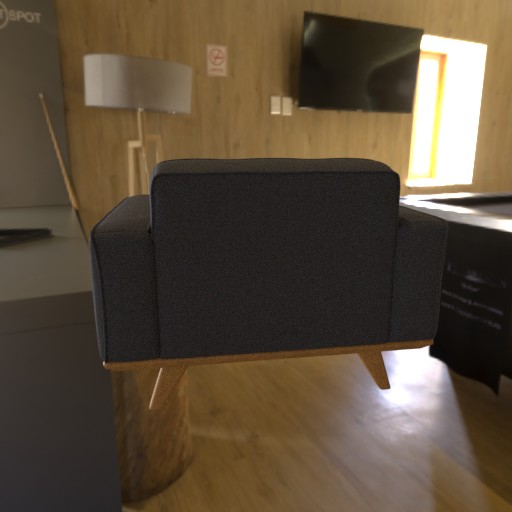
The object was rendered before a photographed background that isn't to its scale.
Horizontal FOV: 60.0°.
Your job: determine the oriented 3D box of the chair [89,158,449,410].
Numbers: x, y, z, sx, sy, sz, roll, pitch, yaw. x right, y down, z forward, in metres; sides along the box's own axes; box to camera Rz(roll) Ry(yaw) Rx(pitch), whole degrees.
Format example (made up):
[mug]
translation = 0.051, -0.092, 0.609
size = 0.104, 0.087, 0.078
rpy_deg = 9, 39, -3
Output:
[chair]
translation = 0.000, 0.000, 1.775
size = 1.118, 0.783, 0.953
rpy_deg = -2, 14, -9
